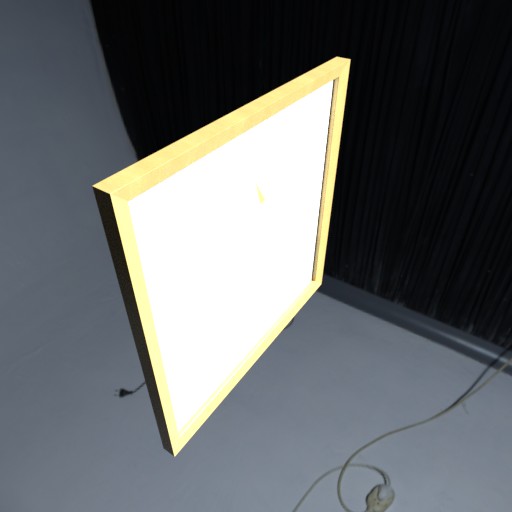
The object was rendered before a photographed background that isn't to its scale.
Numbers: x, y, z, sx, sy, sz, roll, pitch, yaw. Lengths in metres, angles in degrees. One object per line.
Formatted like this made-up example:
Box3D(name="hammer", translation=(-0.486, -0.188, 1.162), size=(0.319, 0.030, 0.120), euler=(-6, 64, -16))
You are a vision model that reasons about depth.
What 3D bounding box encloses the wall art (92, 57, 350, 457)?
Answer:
Box3D(name="wall art", translation=(0.000, 0.000, 2.813), size=(0.097, 1.936, 1.935), euler=(24, 45, 26))
